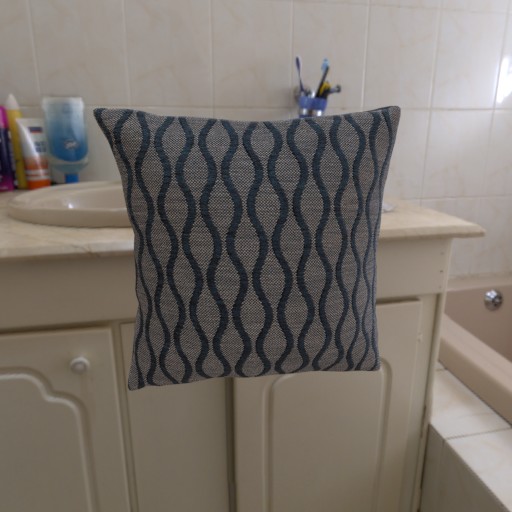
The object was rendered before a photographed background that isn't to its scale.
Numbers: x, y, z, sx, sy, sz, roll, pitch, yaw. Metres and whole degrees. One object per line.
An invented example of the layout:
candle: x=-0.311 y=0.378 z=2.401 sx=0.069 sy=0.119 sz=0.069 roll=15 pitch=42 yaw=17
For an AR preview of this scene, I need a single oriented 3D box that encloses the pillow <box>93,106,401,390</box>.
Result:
pillow: x=0.000 y=0.000 z=0.672 sx=0.435 sy=0.435 sz=0.159 roll=-3 pitch=16 yaw=-9
